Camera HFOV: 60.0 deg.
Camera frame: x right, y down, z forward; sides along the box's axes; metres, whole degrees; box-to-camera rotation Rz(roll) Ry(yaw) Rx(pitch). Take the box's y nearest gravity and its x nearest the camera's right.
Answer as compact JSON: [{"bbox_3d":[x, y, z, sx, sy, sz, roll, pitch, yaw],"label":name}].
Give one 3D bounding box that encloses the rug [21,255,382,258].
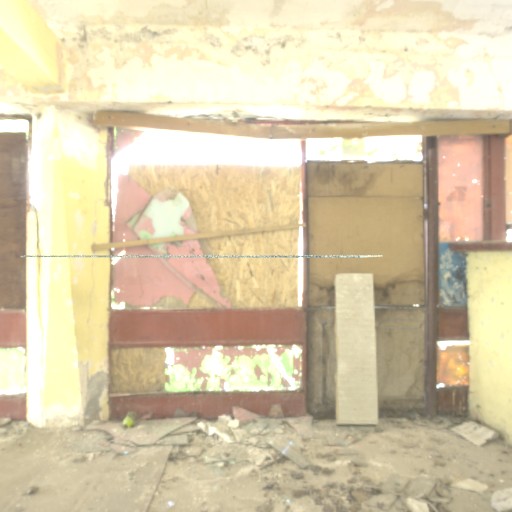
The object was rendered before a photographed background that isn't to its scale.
[{"bbox_3d":[0.000,0.000,2.187,1.142,0.006,1.752,0,0,18],"label":"rug"}]
